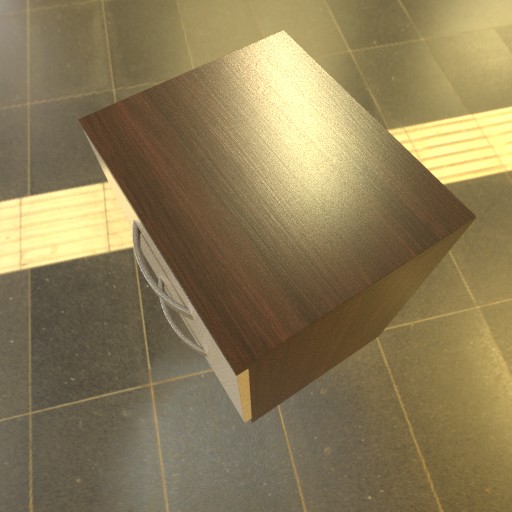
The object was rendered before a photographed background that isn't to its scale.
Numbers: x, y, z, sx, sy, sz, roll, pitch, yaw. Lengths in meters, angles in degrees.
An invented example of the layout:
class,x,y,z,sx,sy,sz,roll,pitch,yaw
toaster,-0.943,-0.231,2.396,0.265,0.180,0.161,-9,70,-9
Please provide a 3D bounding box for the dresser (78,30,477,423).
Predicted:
class,x,y,z,sx,sy,sz,roll,pitch,yaw
dresser,0.000,0.000,0.761,0.360,0.470,0.400,-30,67,-14
